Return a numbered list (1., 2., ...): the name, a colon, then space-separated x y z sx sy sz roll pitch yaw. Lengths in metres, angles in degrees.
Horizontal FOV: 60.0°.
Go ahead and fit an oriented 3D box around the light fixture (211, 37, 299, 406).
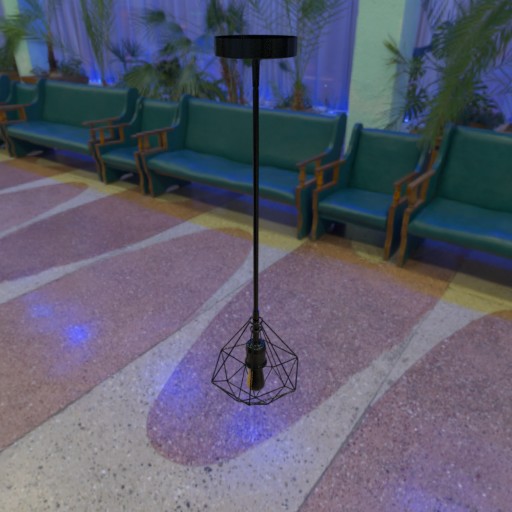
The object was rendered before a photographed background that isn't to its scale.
1. light fixture: 0.000 0.000 1.987 0.487 1.764 0.431 20 35 32
